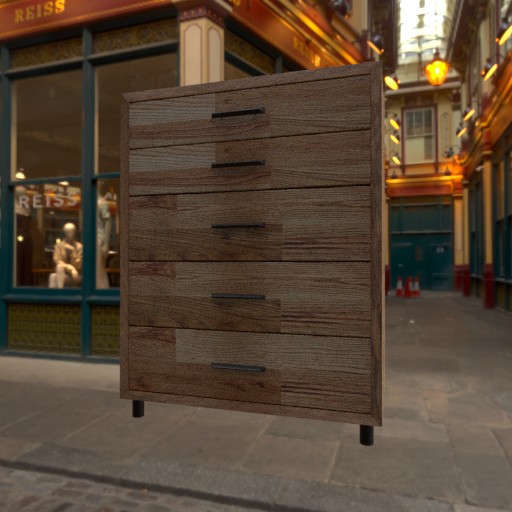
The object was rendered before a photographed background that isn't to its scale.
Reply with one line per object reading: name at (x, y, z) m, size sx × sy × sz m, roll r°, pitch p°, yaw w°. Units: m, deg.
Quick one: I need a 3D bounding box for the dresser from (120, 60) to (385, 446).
dresser at (0.000, 0.000, 1.745) m, size 0.966 × 1.243 × 0.480 m, roll 0°, pitch 0°, yaw 17°
